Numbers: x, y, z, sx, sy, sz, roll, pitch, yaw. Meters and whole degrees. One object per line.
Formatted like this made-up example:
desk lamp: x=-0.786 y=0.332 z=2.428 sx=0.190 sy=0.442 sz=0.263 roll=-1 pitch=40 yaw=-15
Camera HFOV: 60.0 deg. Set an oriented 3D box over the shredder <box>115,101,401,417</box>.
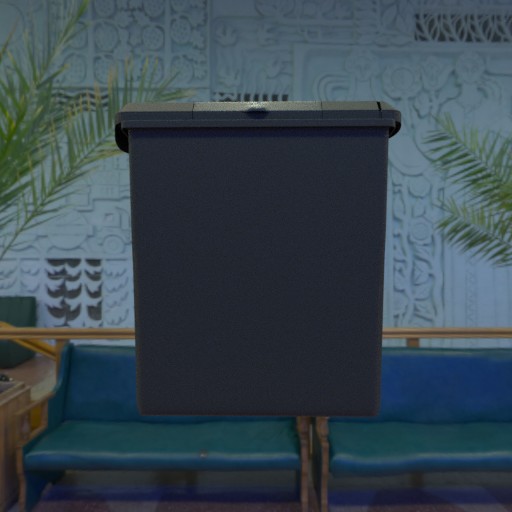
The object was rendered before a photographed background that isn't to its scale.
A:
shredder: x=0.000 y=0.000 z=0.534 sx=0.320 sy=0.335 sz=0.170 roll=0 pitch=0 yaw=1
